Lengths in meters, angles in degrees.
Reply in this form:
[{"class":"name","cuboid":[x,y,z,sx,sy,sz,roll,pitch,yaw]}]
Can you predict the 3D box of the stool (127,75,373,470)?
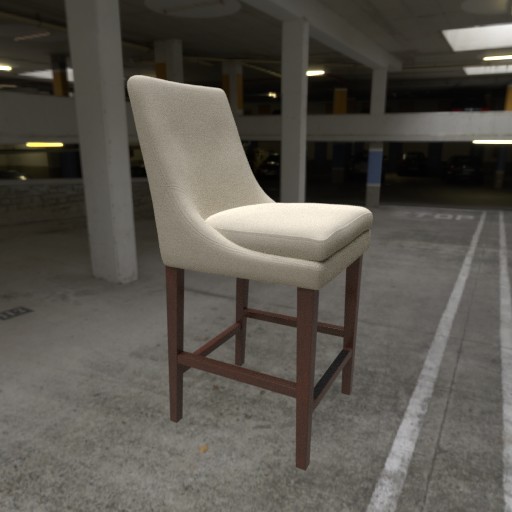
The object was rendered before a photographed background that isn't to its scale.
[{"class":"stool","cuboid":[0.000,0.000,1.305,0.577,0.981,0.470,8,17,27]}]
